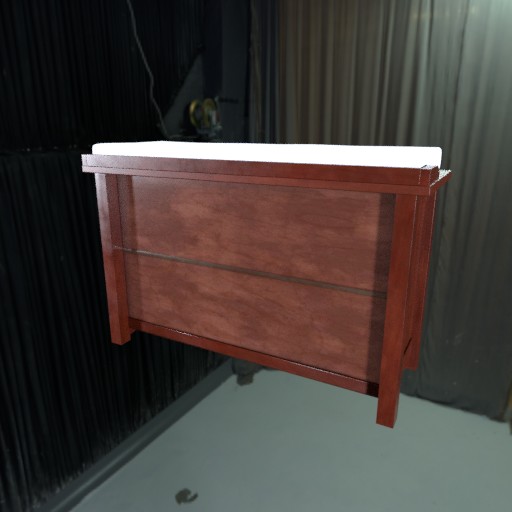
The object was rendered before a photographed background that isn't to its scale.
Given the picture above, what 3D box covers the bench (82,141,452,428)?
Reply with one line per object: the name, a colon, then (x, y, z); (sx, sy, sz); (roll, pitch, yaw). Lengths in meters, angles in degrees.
bench: (0.000, 0.000, 1.327); (0.987, 0.646, 0.369); (9, 18, 28)
